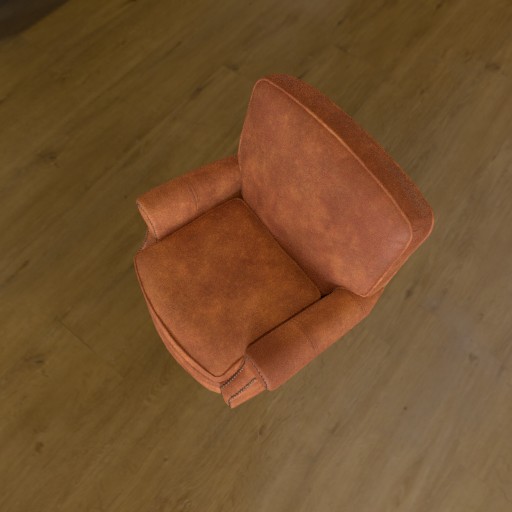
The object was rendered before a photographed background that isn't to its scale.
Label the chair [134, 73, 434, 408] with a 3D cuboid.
[{"bbox_3d":[0.000,0.000,1.792,0.986,1.018,0.936,-33,69,-15],"label":"chair"}]
